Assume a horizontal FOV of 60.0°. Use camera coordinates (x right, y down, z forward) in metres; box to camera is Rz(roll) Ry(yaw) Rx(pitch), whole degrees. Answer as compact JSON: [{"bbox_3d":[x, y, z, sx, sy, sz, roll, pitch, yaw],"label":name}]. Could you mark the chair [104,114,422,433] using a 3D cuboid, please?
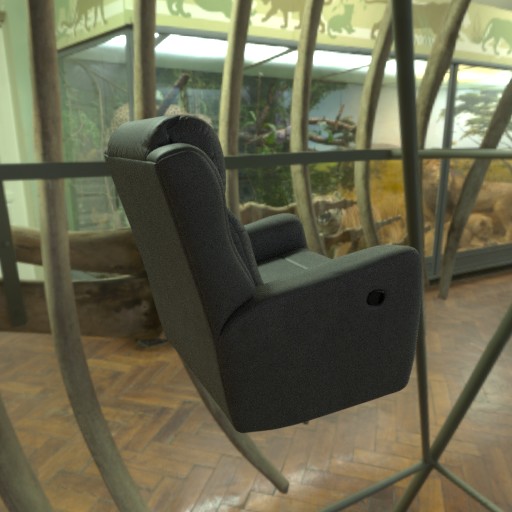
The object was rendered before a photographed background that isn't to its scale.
[{"bbox_3d":[0.000,0.000,1.909,1.068,1.116,0.965,-7,16,-27],"label":"chair"}]
